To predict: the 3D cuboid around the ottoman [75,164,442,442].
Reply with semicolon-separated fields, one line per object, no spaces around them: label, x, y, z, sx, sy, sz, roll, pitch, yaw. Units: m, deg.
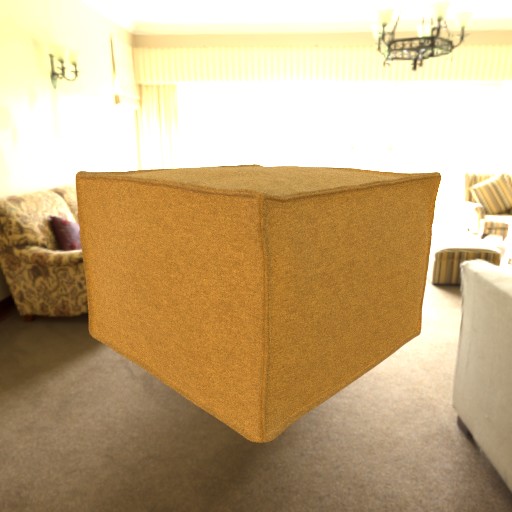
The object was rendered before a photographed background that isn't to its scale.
ottoman;0.000;0.000;1.182;0.707;0.470;0.696;14;21;43
